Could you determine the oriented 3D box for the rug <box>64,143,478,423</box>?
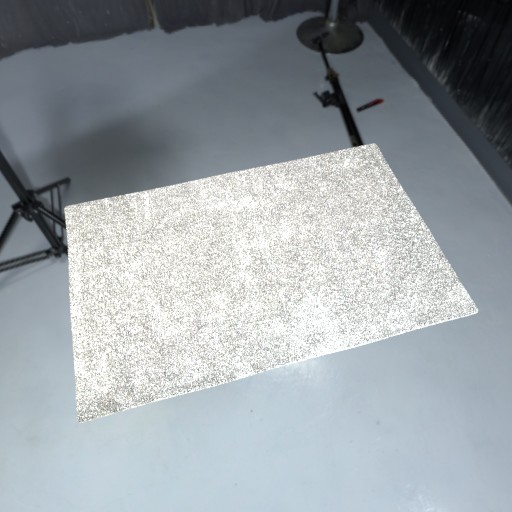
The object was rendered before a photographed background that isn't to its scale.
[{"bbox_3d":[0.000,0.000,2.871,2.350,0.025,1.502,-13,58,-9],"label":"rug"}]
